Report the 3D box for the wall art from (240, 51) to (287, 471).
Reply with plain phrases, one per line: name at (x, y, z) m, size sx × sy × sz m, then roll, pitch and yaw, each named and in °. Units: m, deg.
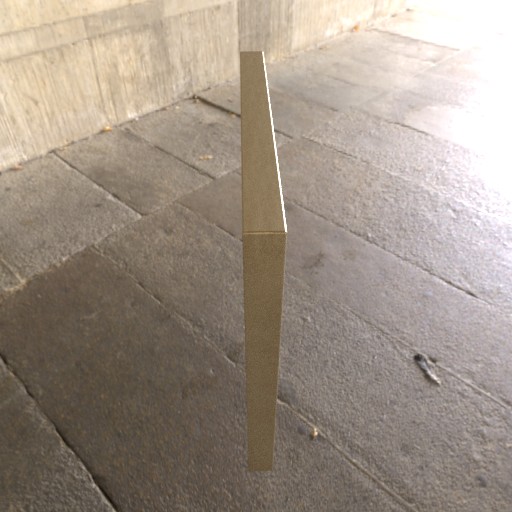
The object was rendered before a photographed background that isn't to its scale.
wall art at (0.000, 0.000, 0.752) m, size 0.040 × 0.506 × 0.503 m, roll -1°, pitch 42°, yaw -1°
